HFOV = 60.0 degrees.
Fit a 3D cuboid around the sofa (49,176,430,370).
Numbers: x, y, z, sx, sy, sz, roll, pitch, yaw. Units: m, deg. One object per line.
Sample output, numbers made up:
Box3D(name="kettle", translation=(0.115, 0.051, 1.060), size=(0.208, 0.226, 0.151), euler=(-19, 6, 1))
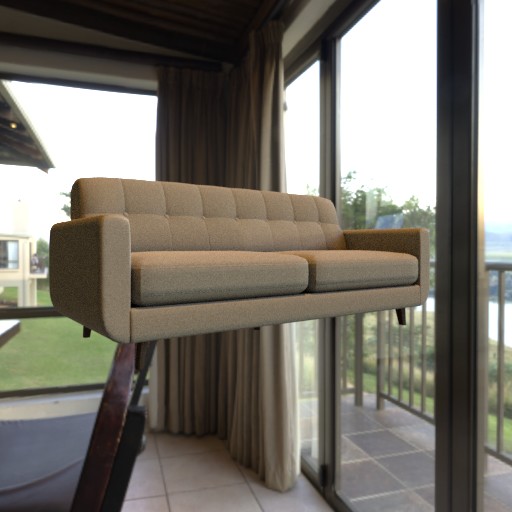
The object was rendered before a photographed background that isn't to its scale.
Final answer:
Box3D(name="sofa", translation=(0.000, 0.000, 2.665), size=(2.137, 0.892, 0.980), euler=(-1, 1, -36))
